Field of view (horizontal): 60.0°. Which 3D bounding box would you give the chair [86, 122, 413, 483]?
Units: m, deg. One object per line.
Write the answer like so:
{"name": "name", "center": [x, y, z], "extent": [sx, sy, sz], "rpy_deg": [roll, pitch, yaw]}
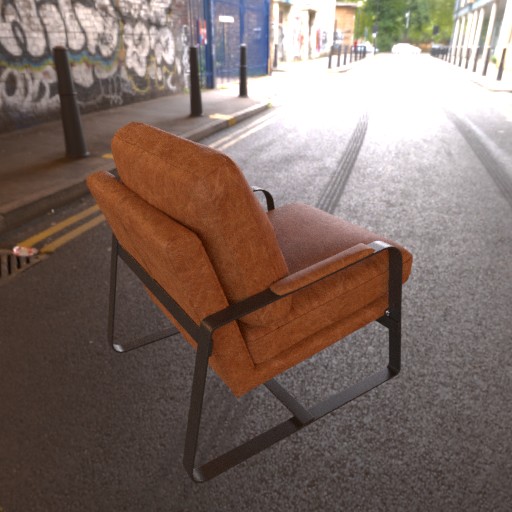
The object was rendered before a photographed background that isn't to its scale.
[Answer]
{"name": "chair", "center": [0.000, 0.000, 1.340], "extent": [0.801, 0.777, 0.651], "rpy_deg": [-16, 30, -30]}
